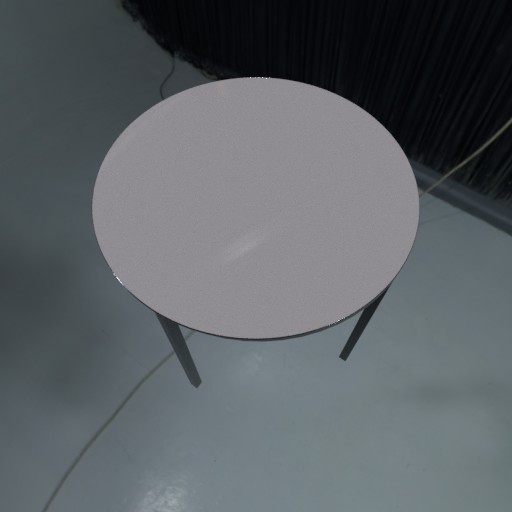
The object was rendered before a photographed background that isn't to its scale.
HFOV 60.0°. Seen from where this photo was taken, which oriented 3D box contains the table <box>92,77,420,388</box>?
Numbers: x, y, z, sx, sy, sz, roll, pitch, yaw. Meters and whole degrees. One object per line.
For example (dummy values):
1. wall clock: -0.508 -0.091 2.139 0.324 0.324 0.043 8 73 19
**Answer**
1. table: 0.000 0.000 0.876 0.499 0.443 0.499 0 60 0
